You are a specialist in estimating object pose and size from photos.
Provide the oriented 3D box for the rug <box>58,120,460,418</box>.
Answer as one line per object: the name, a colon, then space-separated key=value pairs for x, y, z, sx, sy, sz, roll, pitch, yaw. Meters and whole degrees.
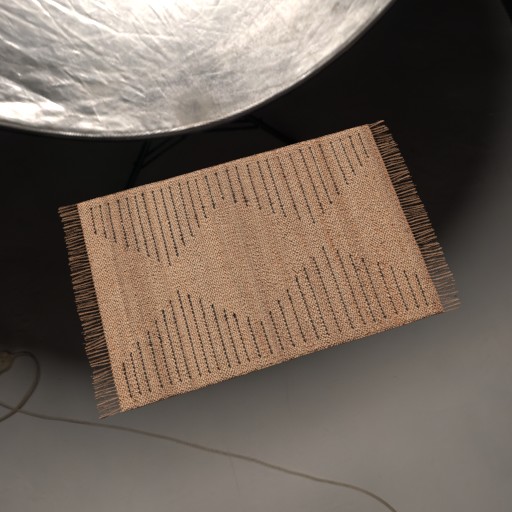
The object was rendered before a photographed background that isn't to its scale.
rug: x=0.000 y=0.000 z=2.539 sx=2.085 sy=0.027 sz=1.224 roll=-16 pitch=76 yaw=-4
